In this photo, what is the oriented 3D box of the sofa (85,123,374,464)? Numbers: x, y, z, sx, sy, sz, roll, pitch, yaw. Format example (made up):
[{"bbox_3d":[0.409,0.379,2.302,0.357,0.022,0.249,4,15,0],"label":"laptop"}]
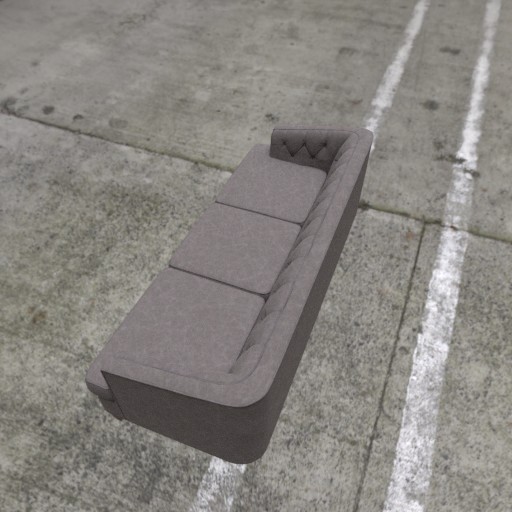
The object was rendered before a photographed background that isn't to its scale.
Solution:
[{"bbox_3d":[0.000,0.000,2.741,0.917,0.806,2.247,16,49,15],"label":"sofa"}]
